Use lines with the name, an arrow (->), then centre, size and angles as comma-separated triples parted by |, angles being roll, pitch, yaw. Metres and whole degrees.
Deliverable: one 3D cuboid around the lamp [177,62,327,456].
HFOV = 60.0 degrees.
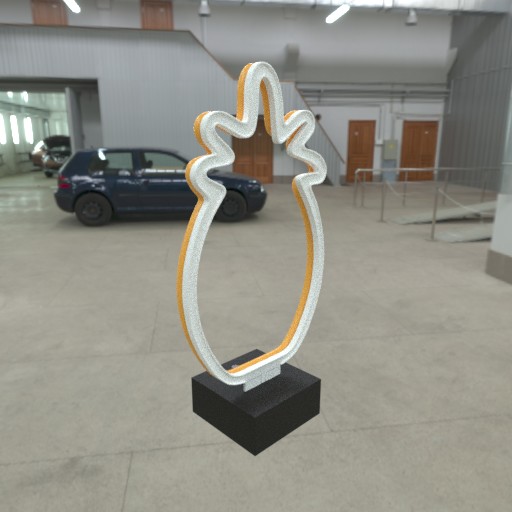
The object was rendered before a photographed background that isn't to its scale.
lamp -> 0.000, 0.000, 0.393 | 0.167, 0.317, 0.088 | -14, 20, -42
